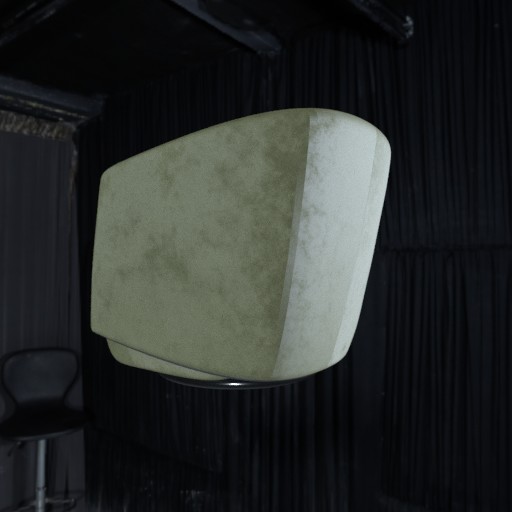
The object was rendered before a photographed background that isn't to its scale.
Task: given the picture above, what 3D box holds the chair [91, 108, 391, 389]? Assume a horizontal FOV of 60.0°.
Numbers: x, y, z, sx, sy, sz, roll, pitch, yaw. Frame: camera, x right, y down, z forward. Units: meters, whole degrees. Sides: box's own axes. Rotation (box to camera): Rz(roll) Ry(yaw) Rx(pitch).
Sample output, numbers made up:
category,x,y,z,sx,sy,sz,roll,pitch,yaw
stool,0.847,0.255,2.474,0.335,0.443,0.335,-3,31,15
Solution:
category,x,y,z,sx,sy,sz,roll,pitch,yaw
chair,0.000,0.000,1.359,0.767,0.698,0.773,-1,-1,36
